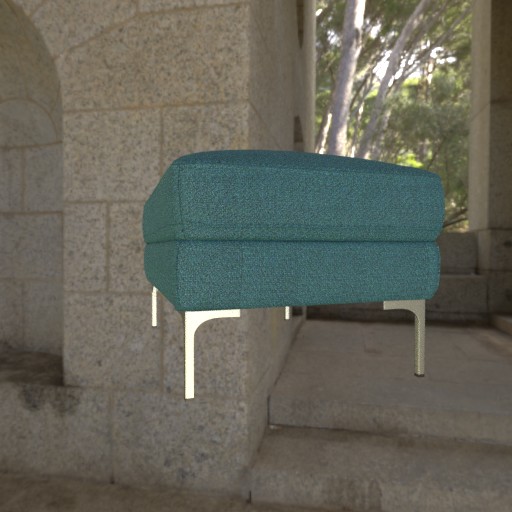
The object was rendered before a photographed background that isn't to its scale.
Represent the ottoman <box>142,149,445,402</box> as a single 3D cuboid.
[{"bbox_3d":[0.000,0.000,1.217,0.563,0.498,0.856,0,1,-18],"label":"ottoman"}]
